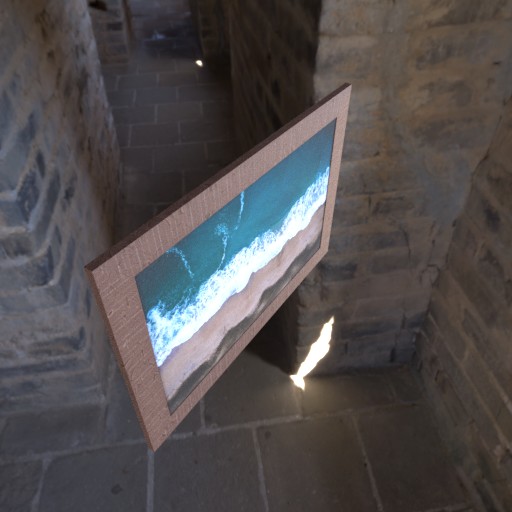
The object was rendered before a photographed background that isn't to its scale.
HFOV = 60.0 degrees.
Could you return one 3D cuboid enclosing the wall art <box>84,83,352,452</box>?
[{"bbox_3d":[0.000,0.000,1.176,0.019,0.626,0.917,25,48,25],"label":"wall art"}]
